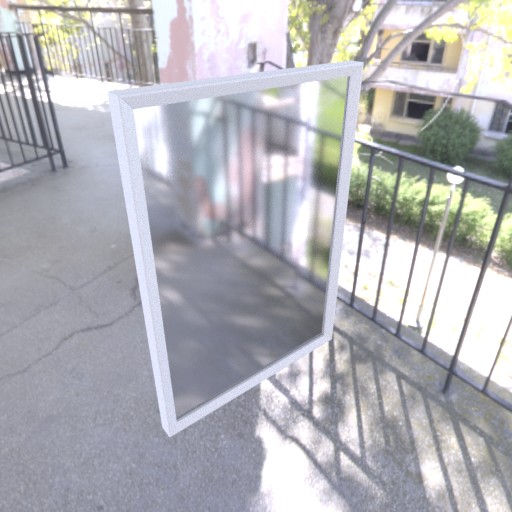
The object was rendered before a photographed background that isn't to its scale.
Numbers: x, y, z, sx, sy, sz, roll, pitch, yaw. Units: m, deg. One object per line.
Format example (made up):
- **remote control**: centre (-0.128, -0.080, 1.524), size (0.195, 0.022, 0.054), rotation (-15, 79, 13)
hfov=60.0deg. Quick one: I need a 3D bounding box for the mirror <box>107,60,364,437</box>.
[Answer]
- **mirror**: centre (0.000, 0.000, 0.925), size (0.507, 0.710, 0.039), rotation (-22, 37, -32)
